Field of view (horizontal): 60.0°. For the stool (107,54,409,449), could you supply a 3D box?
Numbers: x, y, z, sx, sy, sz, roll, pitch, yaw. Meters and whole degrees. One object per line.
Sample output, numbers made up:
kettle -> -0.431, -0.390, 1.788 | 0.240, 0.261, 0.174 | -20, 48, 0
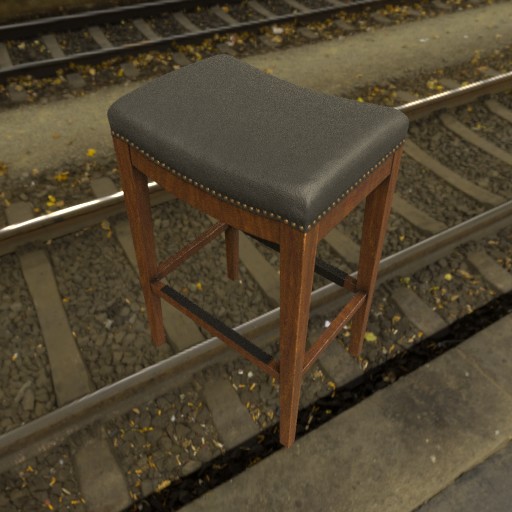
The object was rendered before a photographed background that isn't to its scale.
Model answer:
stool -> 0.000, 0.000, 1.043 | 0.500, 0.765, 0.361 | 30, 52, 27
